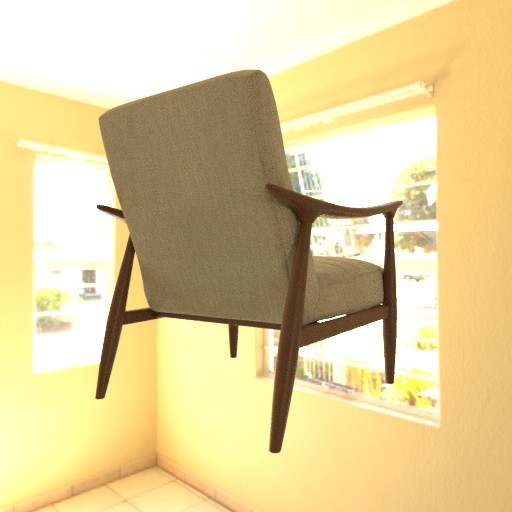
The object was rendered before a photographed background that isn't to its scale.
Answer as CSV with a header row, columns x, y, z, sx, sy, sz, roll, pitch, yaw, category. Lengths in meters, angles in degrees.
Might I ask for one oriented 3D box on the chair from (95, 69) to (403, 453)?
x,y,z,sx,sy,sz,roll,pitch,yaw,category
0.000,0.000,1.406,0.741,0.832,0.798,0,-1,36,chair
